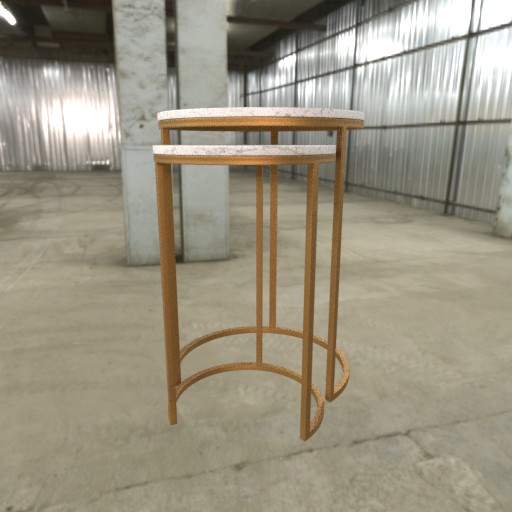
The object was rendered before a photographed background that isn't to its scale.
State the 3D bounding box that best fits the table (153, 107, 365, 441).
[{"bbox_3d":[0.000,0.000,0.895,0.400,0.550,0.507,3,15,10],"label":"table"}]
